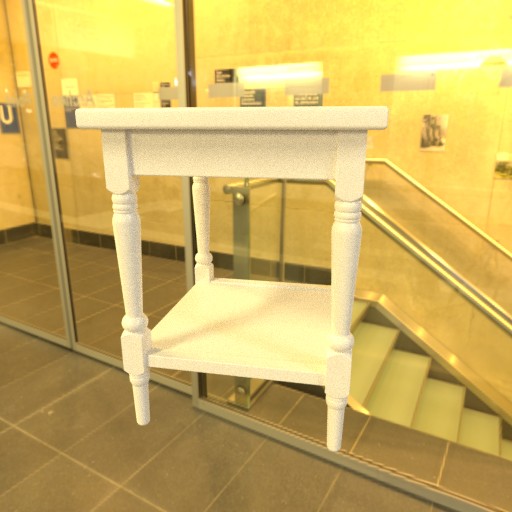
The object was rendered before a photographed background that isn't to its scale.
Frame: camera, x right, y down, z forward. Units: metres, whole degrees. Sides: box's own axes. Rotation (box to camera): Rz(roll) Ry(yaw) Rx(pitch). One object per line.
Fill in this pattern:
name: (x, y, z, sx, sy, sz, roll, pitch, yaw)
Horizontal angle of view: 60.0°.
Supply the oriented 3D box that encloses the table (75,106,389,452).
table: (0.000, 0.000, 0.913, 0.442, 0.565, 0.488, 3, 17, 11)
